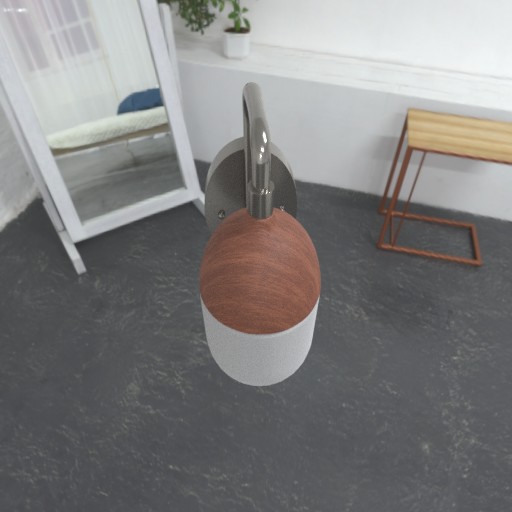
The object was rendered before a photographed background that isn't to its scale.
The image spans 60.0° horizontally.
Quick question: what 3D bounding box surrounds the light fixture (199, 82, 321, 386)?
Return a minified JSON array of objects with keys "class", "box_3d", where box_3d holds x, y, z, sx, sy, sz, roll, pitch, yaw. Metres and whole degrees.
[{"class":"light fixture","box_3d":[0.000,0.000,0.445,0.108,0.343,0.216,-3,47,-3]}]
